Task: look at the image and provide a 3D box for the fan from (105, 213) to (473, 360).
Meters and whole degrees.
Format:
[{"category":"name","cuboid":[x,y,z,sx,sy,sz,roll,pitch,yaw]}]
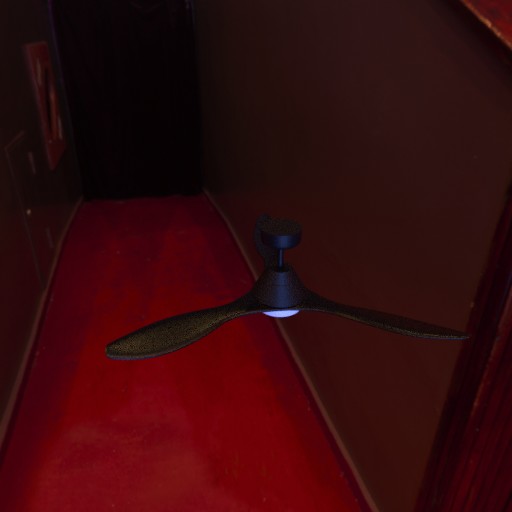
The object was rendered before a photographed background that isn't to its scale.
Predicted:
[{"category":"fan","cuboid":[0.000,0.000,1.609,1.067,0.305,1.067,-8,30,-14]}]
